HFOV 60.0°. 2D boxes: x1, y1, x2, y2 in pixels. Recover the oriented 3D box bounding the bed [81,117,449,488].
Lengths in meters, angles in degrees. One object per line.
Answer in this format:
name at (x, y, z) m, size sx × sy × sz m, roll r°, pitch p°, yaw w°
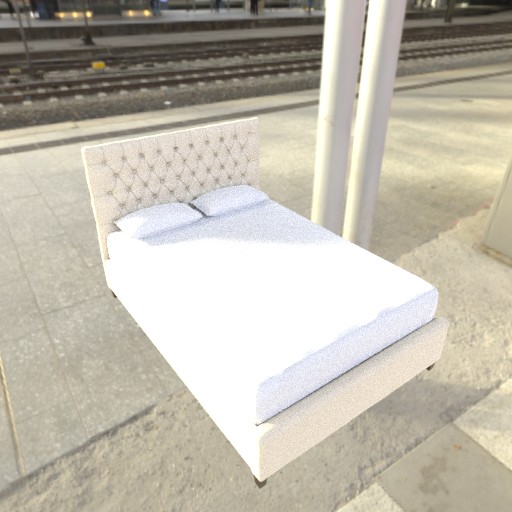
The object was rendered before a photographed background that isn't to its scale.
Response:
bed at (0.000, 0.000, 3.395) m, size 1.698 × 1.427 × 2.387 m, roll -20°, pitch 36°, yaw -30°
